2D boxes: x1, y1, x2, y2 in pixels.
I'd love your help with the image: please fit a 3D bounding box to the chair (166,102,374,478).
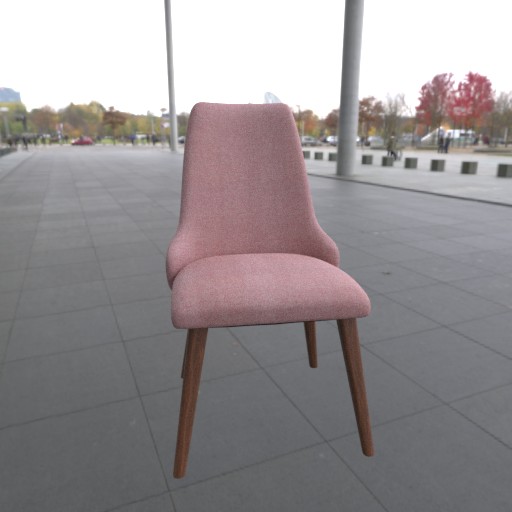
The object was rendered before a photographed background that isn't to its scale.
[{"bbox_3d":[0.000,0.000,1.333,0.535,0.918,0.707,-2,15,-8],"label":"chair"}]
